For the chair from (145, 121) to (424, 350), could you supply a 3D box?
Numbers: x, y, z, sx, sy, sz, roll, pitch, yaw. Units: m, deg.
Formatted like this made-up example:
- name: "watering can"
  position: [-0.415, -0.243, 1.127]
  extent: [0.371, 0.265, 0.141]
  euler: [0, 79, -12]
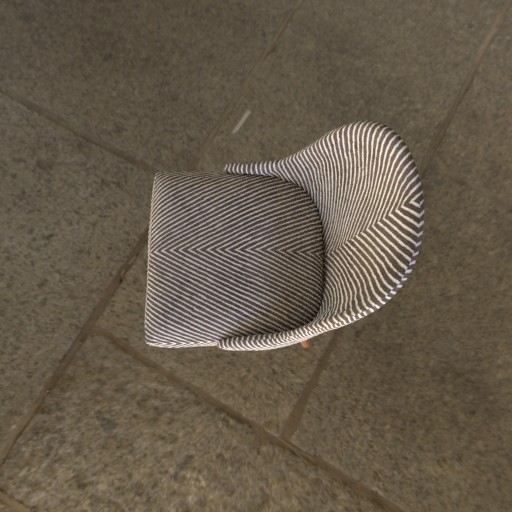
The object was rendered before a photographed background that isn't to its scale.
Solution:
- name: "chair"
  position: [0.000, 0.000, 1.207]
  extent: [0.591, 0.883, 0.504]
  euler: [0, 77, 0]
